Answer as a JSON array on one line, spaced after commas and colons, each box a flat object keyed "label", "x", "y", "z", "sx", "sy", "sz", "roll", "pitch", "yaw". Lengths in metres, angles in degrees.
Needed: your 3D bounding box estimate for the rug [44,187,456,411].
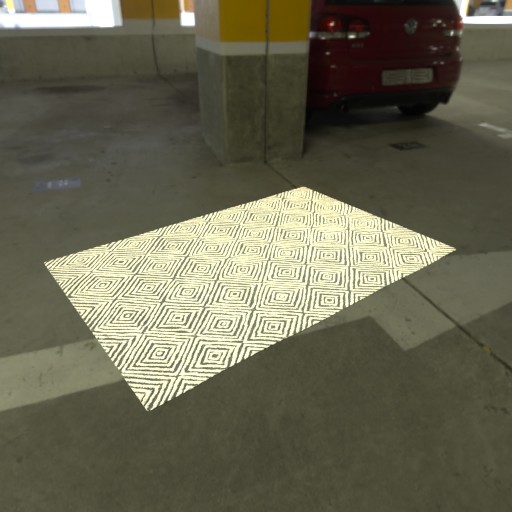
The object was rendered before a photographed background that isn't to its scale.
[{"label": "rug", "x": 0.000, "y": 0.000, "z": 2.254, "sx": 1.750, "sy": 0.004, "sz": 1.177, "roll": -21, "pitch": 35, "yaw": -32}]
